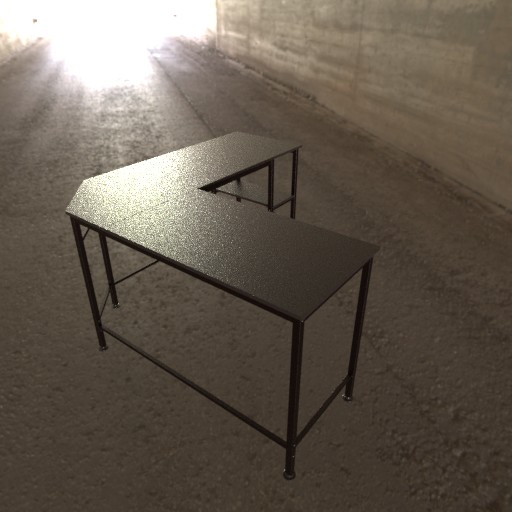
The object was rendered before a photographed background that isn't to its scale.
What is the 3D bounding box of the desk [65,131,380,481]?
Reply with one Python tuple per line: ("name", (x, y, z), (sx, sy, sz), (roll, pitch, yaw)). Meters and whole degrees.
("desk", (0.000, 0.000, 2.210), (1.379, 0.739, 1.379), (21, 36, 32))
